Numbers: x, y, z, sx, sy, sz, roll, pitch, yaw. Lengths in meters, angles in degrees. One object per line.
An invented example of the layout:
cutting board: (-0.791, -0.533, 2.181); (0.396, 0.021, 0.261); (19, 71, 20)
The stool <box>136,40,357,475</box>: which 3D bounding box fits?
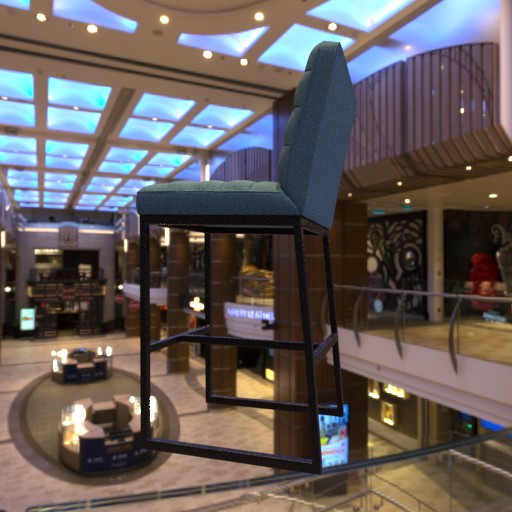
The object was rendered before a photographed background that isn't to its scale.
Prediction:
stool: (0.000, 0.000, 1.329); (0.560, 1.040, 0.460); (0, -1, 18)
